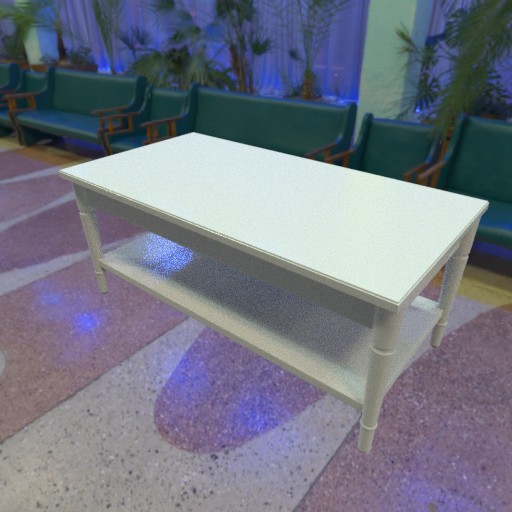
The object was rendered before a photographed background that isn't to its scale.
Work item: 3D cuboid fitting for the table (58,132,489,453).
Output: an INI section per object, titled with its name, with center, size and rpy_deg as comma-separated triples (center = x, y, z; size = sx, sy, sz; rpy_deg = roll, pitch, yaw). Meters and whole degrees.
[table]
center = 0.000, 0.000, 1.336
size = 1.067, 0.457, 0.559
rpy_deg = 22, 37, 33
